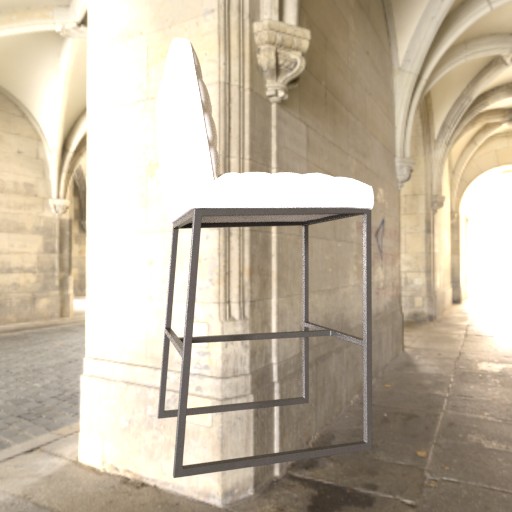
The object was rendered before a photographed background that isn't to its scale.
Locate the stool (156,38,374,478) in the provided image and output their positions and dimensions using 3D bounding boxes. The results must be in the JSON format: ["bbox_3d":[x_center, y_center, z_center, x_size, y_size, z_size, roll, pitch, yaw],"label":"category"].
[{"bbox_3d":[0.000,0.000,1.348,0.573,1.061,0.464,0,-1,-17],"label":"stool"}]
